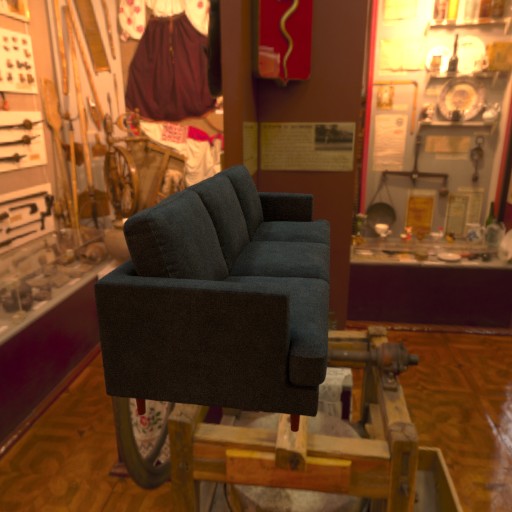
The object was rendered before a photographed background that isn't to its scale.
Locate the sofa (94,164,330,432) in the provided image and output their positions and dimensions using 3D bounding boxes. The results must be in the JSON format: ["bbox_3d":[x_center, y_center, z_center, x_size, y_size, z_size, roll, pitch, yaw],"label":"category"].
[{"bbox_3d":[0.000,0.000,2.725,0.903,0.930,2.246,3,17,9],"label":"sofa"}]
